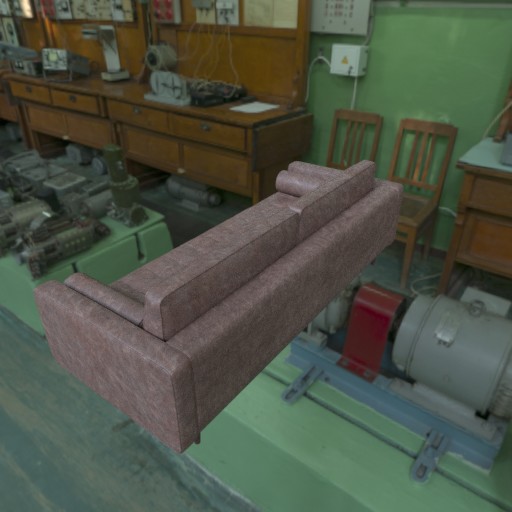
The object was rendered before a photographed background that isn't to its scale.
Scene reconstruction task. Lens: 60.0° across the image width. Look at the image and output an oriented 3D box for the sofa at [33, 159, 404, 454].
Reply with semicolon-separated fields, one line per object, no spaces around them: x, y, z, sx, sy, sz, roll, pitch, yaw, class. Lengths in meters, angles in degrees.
0.000;0.000;2.597;0.914;0.762;2.210;21;36;31;sofa
